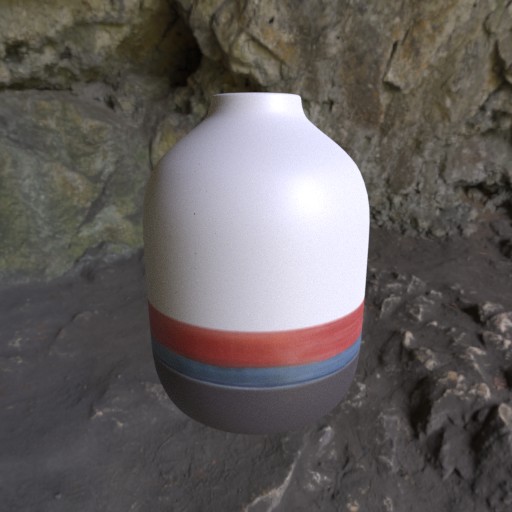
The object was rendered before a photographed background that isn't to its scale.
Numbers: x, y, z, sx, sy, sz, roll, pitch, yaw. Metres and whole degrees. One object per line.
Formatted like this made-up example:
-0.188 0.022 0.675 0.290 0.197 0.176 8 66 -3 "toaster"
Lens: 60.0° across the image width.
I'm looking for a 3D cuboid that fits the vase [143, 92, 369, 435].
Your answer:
0.000 0.000 0.348 0.169 0.237 0.169 0 16 0 "vase"
